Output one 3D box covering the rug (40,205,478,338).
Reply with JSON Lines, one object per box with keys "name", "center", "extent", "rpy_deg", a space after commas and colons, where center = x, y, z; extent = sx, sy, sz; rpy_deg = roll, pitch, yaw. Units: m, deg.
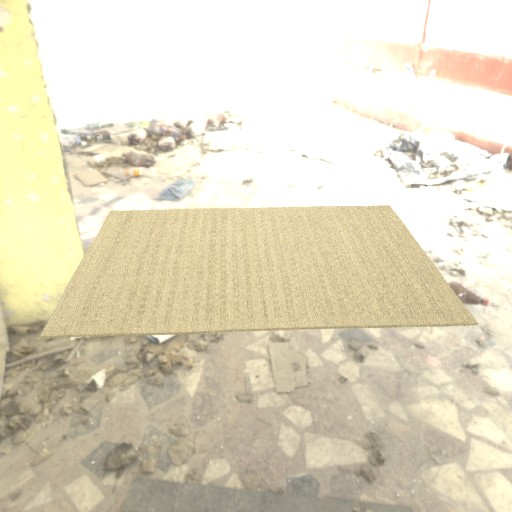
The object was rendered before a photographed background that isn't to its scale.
{"name": "rug", "center": [0.000, 0.000, 2.966], "extent": [2.297, 0.018, 1.532], "rpy_deg": [-1, 31, -2]}
